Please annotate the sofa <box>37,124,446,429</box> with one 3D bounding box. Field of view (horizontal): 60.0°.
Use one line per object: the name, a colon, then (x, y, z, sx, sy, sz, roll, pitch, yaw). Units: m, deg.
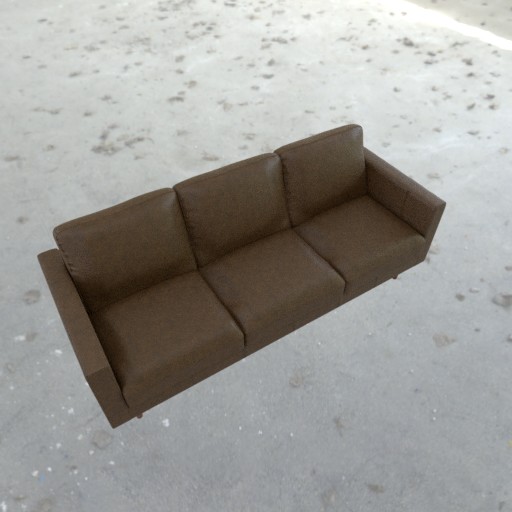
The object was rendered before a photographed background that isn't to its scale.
sofa: (0.000, 0.000, 2.689, 2.231, 0.930, 0.903, -24, 50, -22)
